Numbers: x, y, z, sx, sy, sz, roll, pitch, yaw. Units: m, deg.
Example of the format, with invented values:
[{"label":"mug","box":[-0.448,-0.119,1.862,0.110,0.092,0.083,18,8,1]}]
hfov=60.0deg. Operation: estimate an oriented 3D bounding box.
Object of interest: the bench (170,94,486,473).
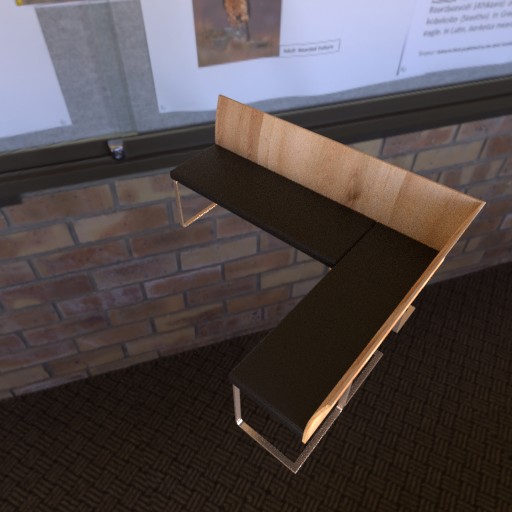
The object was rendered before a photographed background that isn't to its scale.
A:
[{"label":"bench","box":[0.000,0.000,2.732,1.945,0.930,1.495,31,53,27]}]
